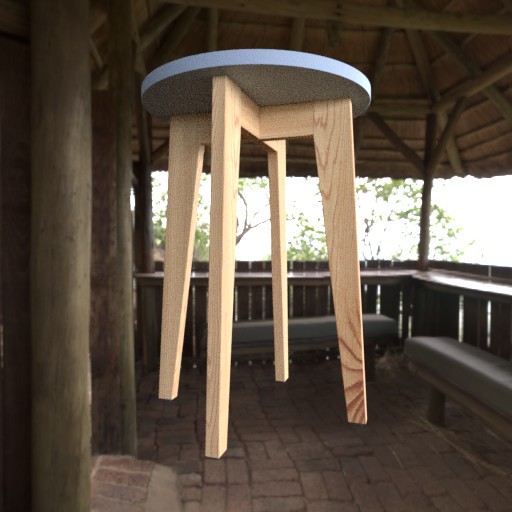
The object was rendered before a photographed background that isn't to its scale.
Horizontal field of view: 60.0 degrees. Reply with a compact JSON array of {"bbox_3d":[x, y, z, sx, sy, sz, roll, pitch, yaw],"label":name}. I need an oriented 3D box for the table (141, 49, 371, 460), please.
[{"bbox_3d":[0.000,0.000,0.706,0.350,0.500,0.350,0,2,0],"label":"table"}]
